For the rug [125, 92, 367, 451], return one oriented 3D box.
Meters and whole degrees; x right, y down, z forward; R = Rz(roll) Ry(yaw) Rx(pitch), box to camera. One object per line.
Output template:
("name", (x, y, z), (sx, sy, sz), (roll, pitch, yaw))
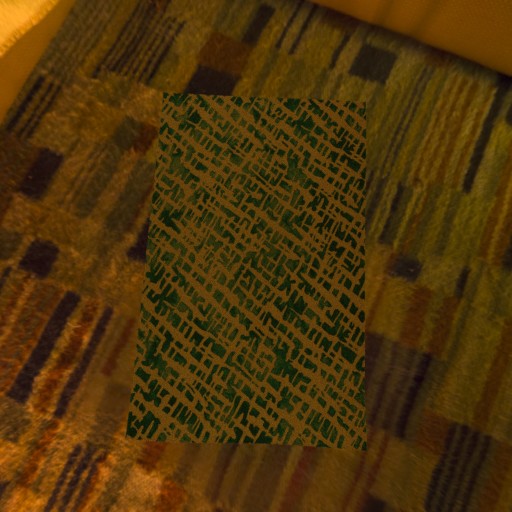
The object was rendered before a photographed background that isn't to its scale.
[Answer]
("rug", (0.000, 0.000, 3.048), (1.520, 0.011, 2.447), (3, 77, 1))
